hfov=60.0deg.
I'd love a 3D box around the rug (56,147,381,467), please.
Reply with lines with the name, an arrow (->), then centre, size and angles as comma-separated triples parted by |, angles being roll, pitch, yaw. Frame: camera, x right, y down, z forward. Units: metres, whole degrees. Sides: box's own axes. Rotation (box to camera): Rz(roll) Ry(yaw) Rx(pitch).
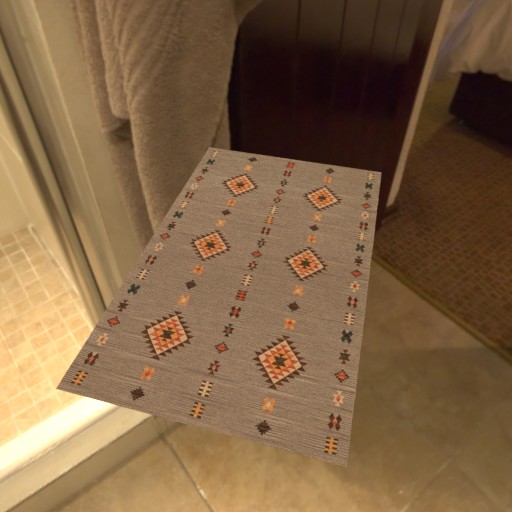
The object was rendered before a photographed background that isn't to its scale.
rug -> 0.000, 0.000, 3.002 | 1.515, 0.007, 2.427 | 11, 46, 10
